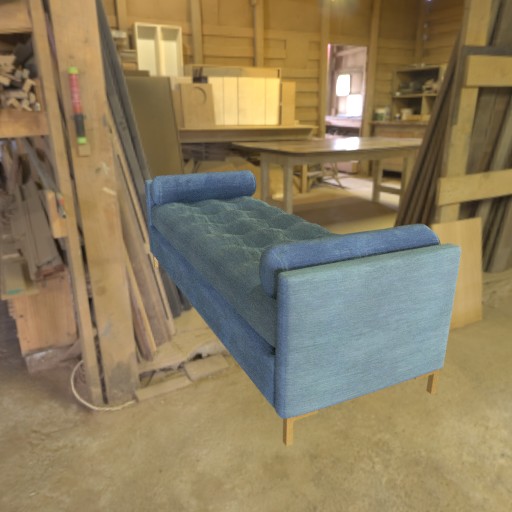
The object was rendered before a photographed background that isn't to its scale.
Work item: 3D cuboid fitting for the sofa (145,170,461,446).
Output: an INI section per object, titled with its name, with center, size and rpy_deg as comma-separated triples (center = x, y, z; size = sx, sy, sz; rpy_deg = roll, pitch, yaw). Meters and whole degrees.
[sofa]
center = 0.000, 0.000, 2.508
size = 0.796, 0.705, 2.102
rpy_deg = -9, 21, -24
